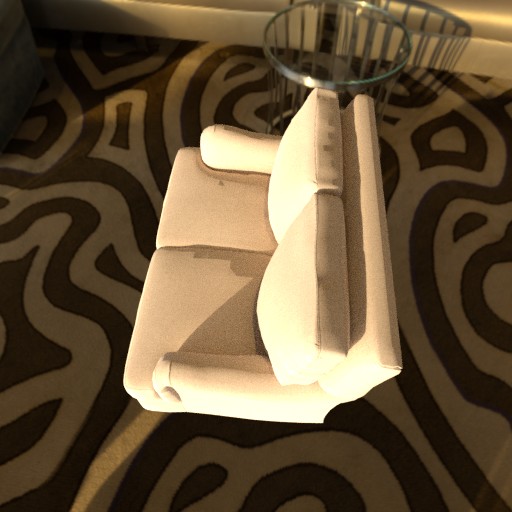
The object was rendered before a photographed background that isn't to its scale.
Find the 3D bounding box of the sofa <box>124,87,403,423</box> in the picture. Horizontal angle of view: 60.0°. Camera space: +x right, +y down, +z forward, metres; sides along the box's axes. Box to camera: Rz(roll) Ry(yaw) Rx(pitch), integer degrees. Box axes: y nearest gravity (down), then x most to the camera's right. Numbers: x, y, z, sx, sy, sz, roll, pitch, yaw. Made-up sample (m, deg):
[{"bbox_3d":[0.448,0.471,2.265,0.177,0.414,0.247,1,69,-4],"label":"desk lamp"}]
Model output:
[{"bbox_3d":[0.000,0.000,2.258,1.087,1.048,1.508,3,57,2],"label":"sofa"}]
